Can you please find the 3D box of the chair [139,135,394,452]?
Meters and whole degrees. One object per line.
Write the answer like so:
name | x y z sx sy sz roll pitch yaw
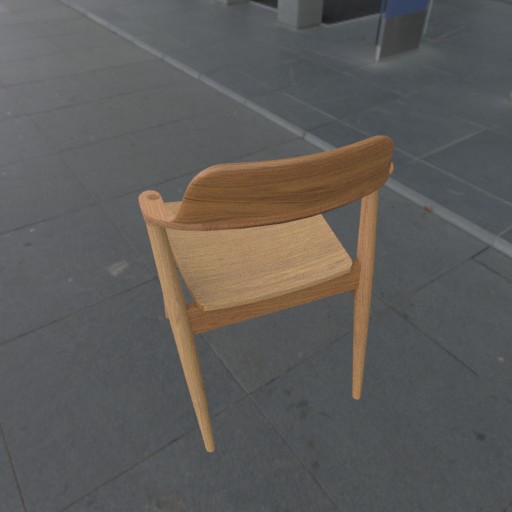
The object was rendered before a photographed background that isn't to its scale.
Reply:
chair | 0.000 0.000 1.105 0.512 0.792 0.499 -14 43 -15
